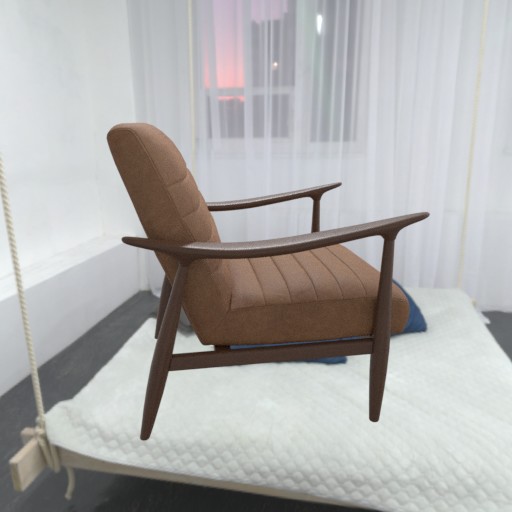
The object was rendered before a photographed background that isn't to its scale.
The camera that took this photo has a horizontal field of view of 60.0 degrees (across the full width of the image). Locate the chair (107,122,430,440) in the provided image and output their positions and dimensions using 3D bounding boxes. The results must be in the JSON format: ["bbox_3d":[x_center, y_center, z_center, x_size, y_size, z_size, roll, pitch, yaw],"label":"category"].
[{"bbox_3d":[0.000,0.000,1.442,0.798,0.832,0.741,-3,16,-9],"label":"chair"}]
